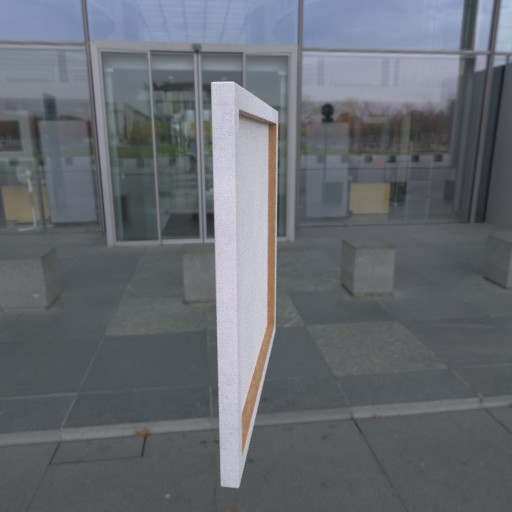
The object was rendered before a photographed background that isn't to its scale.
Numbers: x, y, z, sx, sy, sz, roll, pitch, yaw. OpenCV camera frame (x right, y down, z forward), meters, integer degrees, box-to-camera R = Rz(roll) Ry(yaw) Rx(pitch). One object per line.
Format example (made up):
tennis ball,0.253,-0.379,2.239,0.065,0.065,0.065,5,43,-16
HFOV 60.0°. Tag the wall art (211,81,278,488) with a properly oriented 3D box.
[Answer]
wall art,0.000,0.000,1.156,0.038,0.762,0.762,2,15,8
